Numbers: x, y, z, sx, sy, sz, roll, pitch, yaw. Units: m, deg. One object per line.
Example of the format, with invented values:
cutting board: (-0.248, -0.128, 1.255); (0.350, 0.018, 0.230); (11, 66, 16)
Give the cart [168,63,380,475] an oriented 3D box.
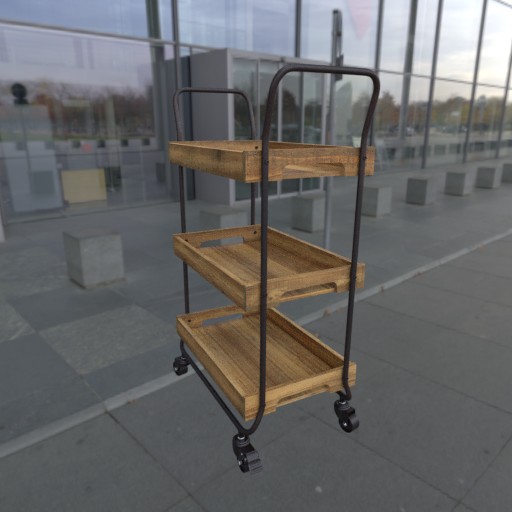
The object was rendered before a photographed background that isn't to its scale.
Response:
cart: (0.000, 0.000, 1.154); (0.339, 0.857, 0.583); (-8, 19, -26)
